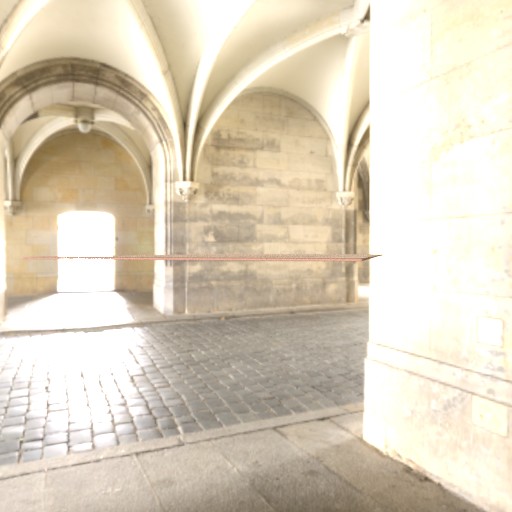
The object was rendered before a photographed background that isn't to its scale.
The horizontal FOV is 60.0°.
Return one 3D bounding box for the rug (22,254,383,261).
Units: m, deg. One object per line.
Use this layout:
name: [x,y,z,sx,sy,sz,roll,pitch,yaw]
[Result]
rug: [0.000,0.000,2.306,1.219,0.008,1.829,0,1,18]
